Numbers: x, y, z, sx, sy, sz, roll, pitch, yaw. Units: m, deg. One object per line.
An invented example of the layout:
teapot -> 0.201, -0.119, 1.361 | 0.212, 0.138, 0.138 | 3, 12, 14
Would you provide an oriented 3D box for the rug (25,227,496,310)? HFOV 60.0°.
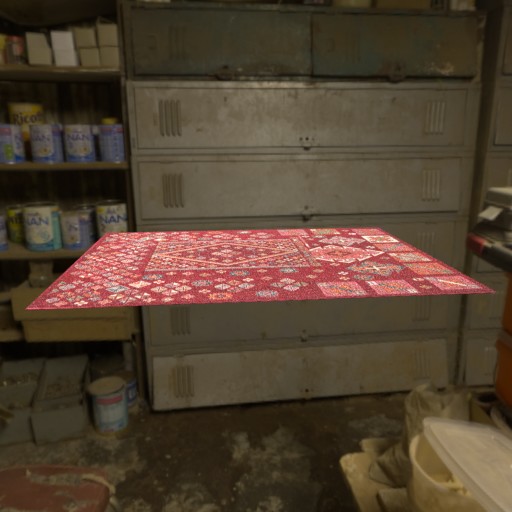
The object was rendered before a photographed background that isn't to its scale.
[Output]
rug -> 0.000, 0.000, 2.798 | 2.184, 0.007, 1.579 | -2, 15, -6
